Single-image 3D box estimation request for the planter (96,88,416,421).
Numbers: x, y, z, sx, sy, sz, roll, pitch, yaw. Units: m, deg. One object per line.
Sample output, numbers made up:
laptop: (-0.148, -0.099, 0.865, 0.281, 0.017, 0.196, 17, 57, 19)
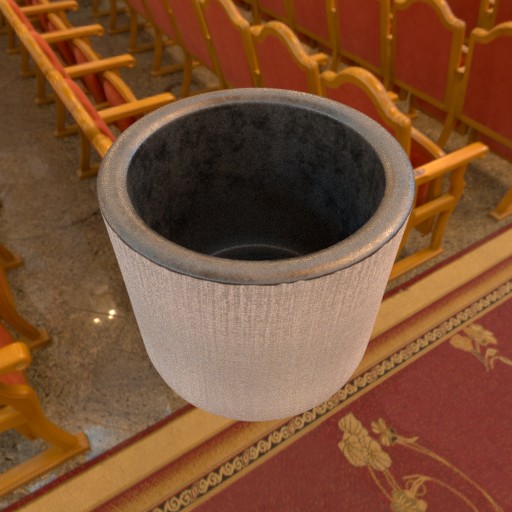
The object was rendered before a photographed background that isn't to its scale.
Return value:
planter: (0.000, 0.000, 0.216, 0.125, 0.112, 0.125, 0, 48, 0)
